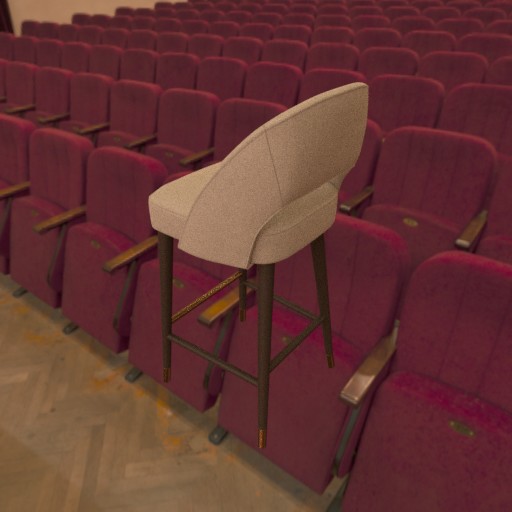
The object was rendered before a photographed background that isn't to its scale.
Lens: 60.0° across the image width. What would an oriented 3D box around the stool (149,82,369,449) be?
[{"bbox_3d":[0.000,0.000,1.346,0.509,1.037,0.494,22,38,32],"label":"stool"}]
